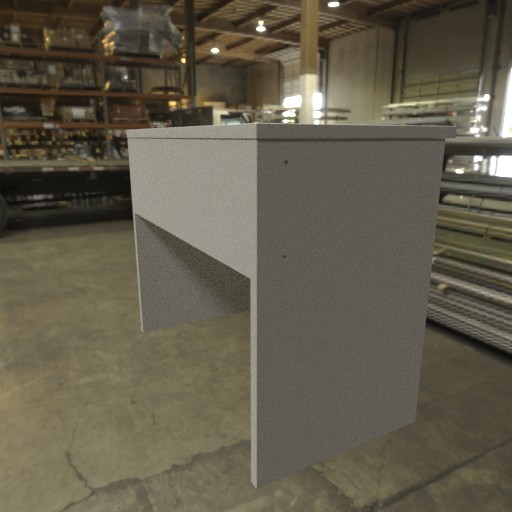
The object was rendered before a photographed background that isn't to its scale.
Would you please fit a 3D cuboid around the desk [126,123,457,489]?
[{"bbox_3d":[0.000,0.000,1.320,0.498,0.729,0.900,-8,17,-28],"label":"desk"}]
